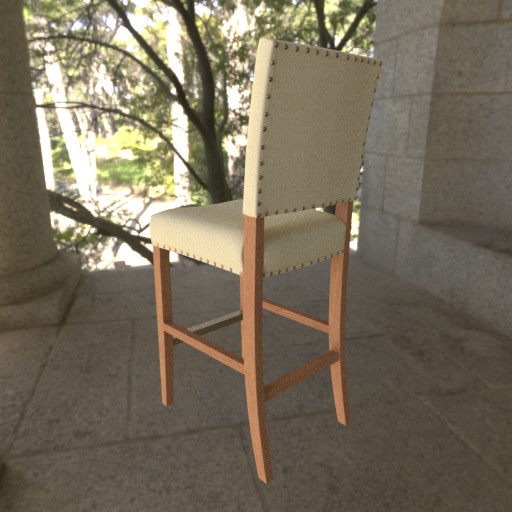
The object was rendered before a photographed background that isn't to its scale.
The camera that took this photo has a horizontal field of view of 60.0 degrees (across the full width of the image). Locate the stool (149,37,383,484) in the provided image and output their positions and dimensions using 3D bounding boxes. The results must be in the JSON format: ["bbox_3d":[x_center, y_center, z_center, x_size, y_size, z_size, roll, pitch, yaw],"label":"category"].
[{"bbox_3d":[0.000,0.000,1.429,0.445,1.168,0.584,-14,21,-41],"label":"stool"}]
